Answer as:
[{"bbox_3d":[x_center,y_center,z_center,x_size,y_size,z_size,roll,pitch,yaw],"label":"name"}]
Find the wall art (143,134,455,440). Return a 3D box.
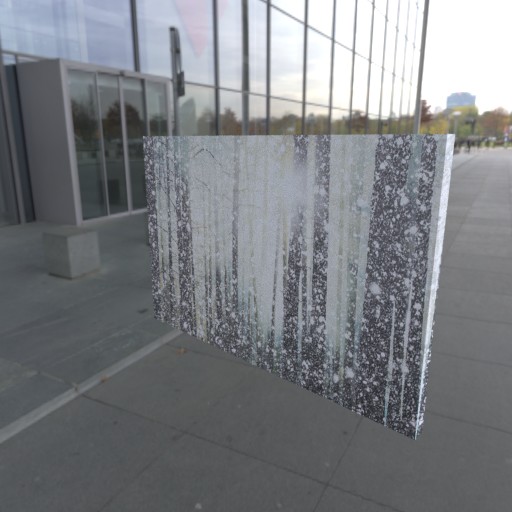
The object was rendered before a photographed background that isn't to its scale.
[{"bbox_3d":[0.000,0.000,1.139,0.919,0.598,0.038,14,20,42],"label":"wall art"}]
